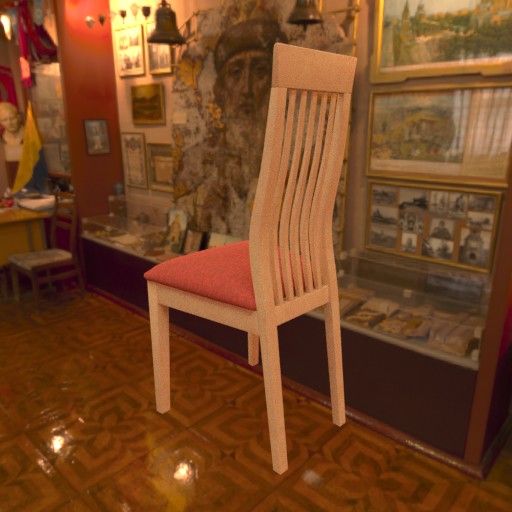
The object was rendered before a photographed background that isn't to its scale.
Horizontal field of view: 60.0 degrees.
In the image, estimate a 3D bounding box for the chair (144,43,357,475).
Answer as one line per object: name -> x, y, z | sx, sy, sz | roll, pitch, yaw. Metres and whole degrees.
chair -> 0.000, 0.000, 1.260 | 0.474, 1.027, 0.460 | 16, 23, 42
